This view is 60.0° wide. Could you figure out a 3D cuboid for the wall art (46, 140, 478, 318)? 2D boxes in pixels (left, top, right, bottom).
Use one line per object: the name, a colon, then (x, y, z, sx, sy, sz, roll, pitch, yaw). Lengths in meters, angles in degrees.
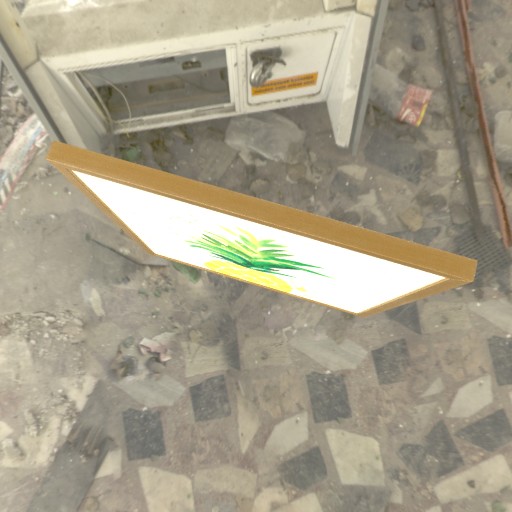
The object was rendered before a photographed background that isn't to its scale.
wall art: (0.000, 0.000, 1.131, 0.762, 0.760, 0.037, 16, 78, 4)
